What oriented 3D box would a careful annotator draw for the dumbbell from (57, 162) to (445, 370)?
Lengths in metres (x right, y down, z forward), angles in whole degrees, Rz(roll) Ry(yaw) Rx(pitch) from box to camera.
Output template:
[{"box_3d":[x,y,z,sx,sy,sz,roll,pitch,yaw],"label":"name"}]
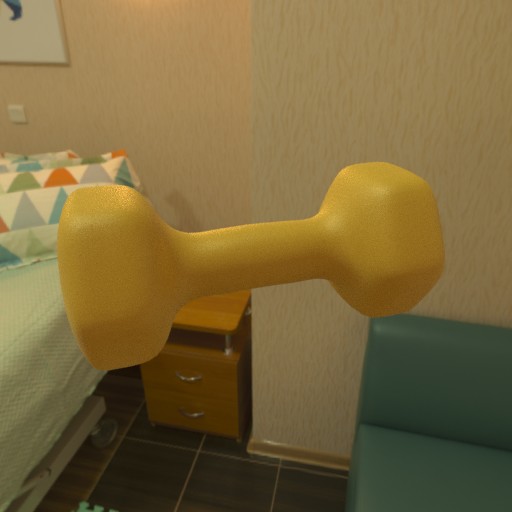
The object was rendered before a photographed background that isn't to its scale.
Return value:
[{"box_3d":[0.000,0.000,0.235,0.190,0.082,0.090,-8,27,-15],"label":"dumbbell"}]
